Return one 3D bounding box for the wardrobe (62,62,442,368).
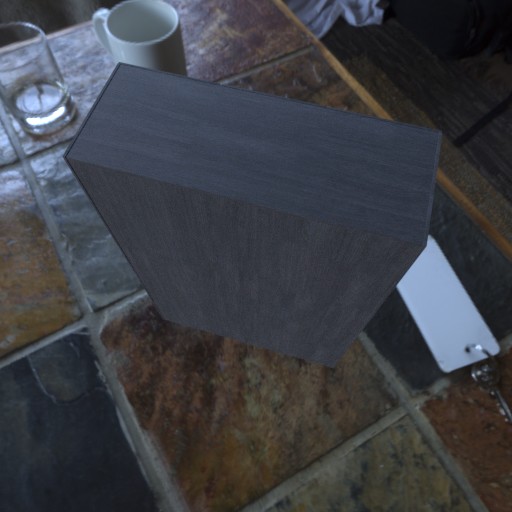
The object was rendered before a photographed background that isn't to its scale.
[{"bbox_3d":[0.000,0.000,2.469,1.290,1.910,0.510,15,65,7],"label":"wardrobe"}]
